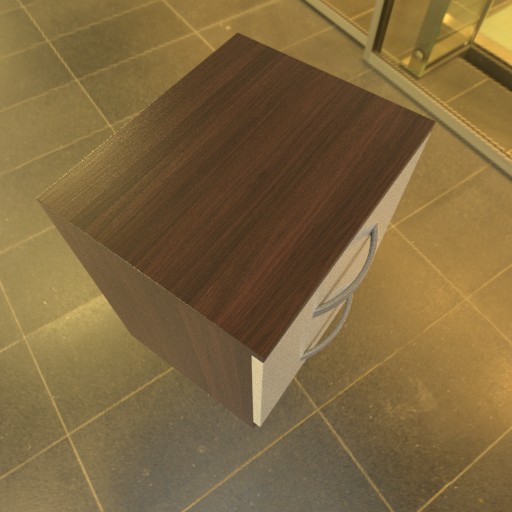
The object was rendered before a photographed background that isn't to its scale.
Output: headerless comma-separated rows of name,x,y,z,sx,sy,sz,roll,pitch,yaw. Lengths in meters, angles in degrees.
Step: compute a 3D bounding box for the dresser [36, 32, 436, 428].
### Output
dresser,0.000,0.000,0.761,0.360,0.470,0.400,32,65,17
